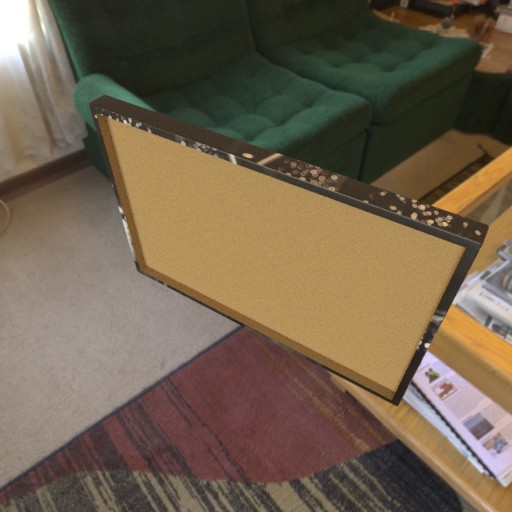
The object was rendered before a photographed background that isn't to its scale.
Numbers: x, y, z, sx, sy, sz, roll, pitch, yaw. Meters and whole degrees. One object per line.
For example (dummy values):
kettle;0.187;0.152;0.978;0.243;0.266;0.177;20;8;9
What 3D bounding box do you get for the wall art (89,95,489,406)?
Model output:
wall art;0.000;0.000;0.755;0.609;0.406;0.037;24;51;21
